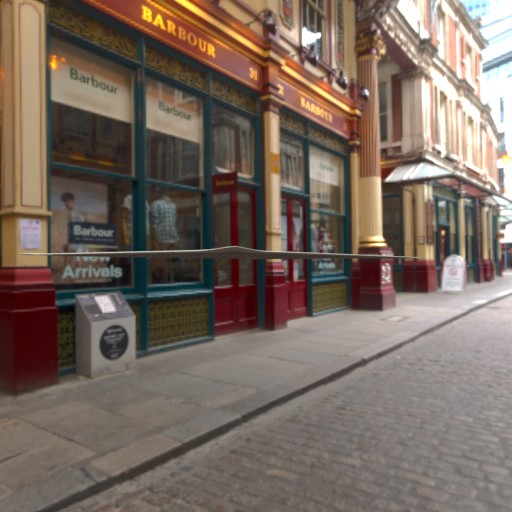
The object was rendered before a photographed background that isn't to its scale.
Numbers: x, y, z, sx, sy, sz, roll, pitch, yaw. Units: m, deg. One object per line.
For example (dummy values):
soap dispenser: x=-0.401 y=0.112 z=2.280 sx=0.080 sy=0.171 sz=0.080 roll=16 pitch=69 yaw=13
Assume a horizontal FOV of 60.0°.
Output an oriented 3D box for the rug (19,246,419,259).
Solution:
rug: x=0.000 y=0.000 z=3.012 sx=1.518 sy=0.023 sz=2.434 roll=-1 pitch=-1 yaw=35
